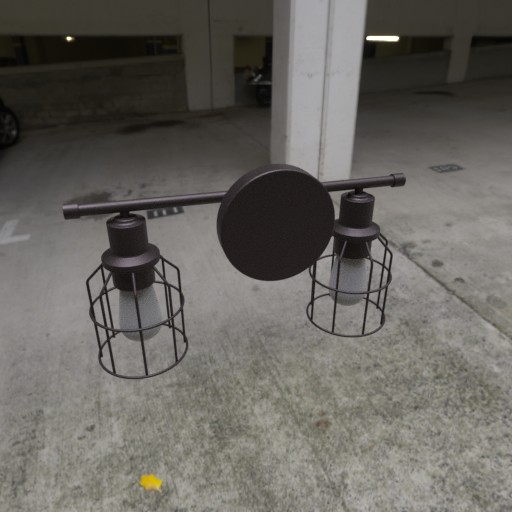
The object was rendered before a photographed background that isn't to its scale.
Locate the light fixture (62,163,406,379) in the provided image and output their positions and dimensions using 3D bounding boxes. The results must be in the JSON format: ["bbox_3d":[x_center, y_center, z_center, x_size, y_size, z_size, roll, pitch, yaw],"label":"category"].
[{"bbox_3d":[0.000,0.000,0.527,0.406,0.254,0.165,-8,28,-15],"label":"light fixture"}]
